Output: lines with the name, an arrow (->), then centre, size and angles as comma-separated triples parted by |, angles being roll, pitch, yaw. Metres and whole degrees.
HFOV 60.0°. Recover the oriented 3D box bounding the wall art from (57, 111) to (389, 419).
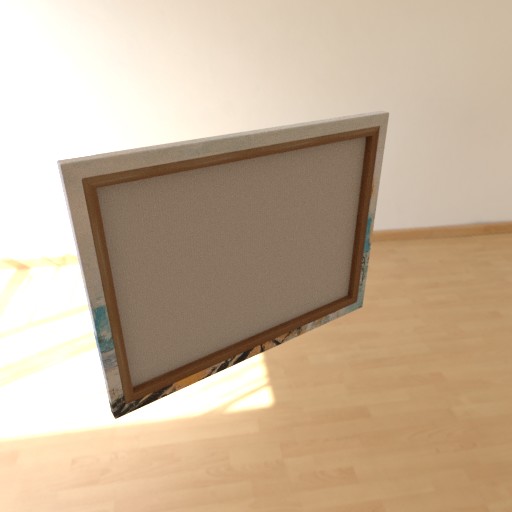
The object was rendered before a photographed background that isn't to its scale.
wall art -> 0.000, 0.000, 1.372 | 1.016, 0.762, 0.038 | -18, 33, -30
